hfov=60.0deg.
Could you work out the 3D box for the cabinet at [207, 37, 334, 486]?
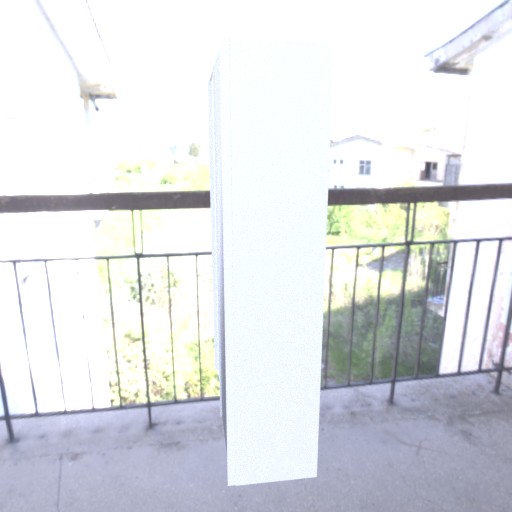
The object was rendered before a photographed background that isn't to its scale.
[{"bbox_3d":[0.000,0.000,2.687,0.480,2.160,1.250,-2,14,-8],"label":"cabinet"}]
